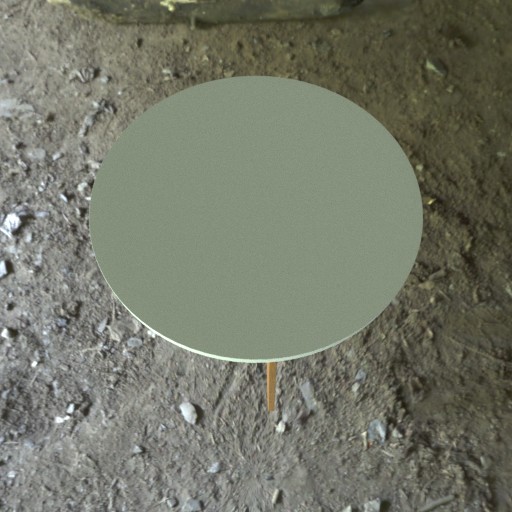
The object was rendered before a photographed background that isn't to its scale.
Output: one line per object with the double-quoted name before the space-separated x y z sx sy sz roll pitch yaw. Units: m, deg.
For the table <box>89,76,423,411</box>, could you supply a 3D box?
"table" 0.000 0.000 1.545 0.896 0.762 0.896 0 64 0
